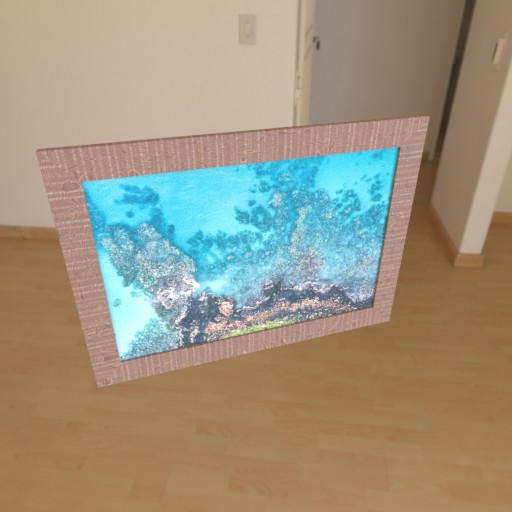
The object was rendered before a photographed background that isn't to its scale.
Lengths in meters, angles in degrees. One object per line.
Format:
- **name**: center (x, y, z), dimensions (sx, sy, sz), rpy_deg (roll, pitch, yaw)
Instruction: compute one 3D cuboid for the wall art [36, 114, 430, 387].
- **wall art**: center (0.000, 0.000, 1.348), dimensions (1.056, 0.761, 0.020), rpy_deg (-10, 32, -15)
